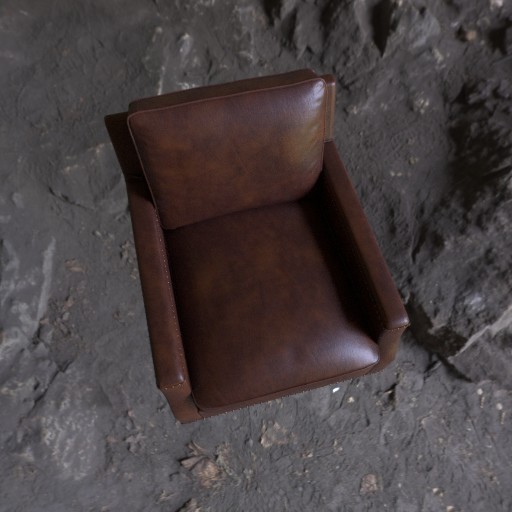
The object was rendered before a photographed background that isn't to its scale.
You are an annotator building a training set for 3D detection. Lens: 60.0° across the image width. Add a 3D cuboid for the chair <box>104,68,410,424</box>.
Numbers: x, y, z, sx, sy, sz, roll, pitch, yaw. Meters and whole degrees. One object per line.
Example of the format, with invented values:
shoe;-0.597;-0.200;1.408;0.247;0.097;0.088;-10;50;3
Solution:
chair;0.000;0.000;1.680;0.853;0.929;1.014;-13;64;-6
